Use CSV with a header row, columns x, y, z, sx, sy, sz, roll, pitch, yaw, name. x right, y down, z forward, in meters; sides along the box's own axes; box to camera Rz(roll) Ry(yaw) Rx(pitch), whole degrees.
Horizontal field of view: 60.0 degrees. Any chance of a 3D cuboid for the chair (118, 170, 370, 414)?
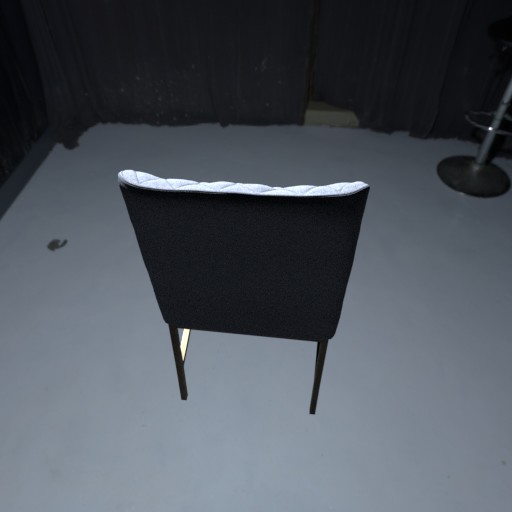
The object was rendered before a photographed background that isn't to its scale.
x,y,z,sx,sy,sz,roll,pitch,yaw,name
0.000,0.000,1.251,0.508,0.889,0.587,5,46,5,chair
